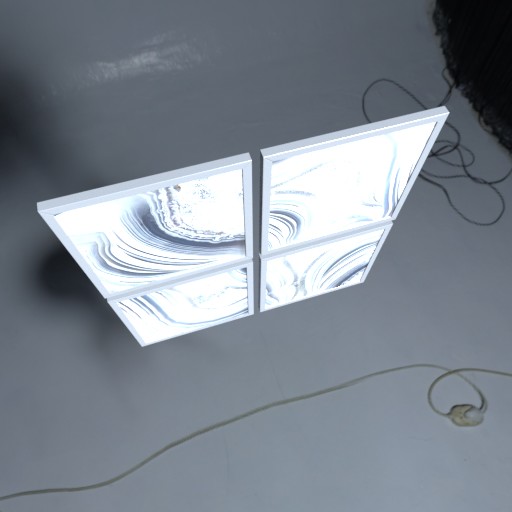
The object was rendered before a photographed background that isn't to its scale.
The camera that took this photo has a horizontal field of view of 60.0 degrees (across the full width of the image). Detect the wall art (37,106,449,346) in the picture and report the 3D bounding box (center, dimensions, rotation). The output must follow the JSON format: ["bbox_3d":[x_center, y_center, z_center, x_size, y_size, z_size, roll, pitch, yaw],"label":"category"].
[{"bbox_3d":[0.000,0.000,1.654,1.118,1.118,0.029,-15,63,-8],"label":"wall art"}]
